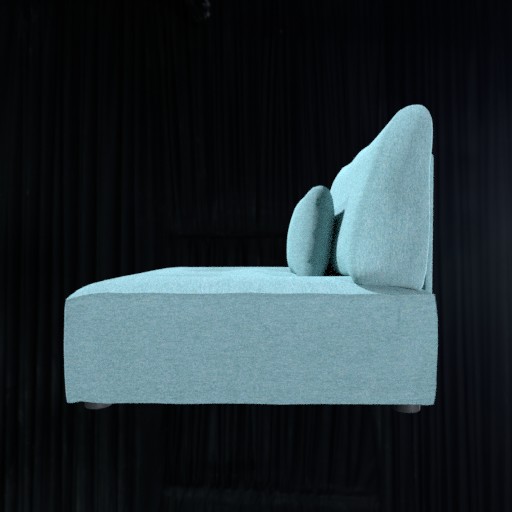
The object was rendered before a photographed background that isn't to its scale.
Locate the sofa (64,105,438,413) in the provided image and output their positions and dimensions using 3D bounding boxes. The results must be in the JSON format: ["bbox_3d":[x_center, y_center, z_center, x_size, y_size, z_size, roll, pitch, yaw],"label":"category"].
[{"bbox_3d":[0.000,0.000,1.621,1.000,0.820,0.930,0,1,1],"label":"sofa"}]
